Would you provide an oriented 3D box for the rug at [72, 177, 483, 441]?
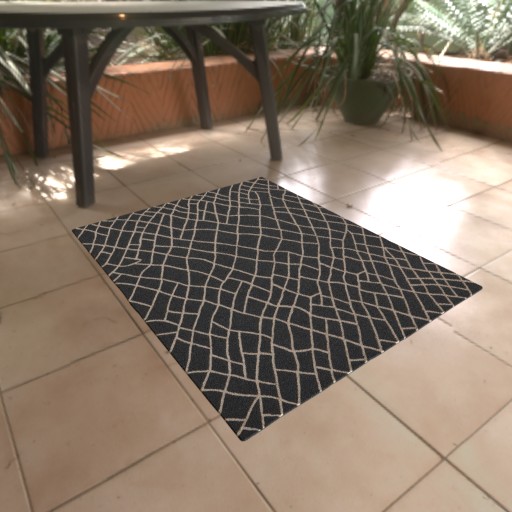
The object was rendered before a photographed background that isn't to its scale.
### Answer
[{"bbox_3d":[0.000,0.000,4.084,2.439,0.022,3.047,-21,37,-30],"label":"rug"}]
